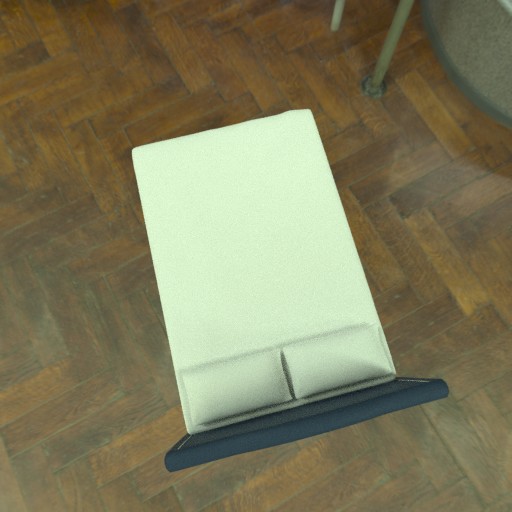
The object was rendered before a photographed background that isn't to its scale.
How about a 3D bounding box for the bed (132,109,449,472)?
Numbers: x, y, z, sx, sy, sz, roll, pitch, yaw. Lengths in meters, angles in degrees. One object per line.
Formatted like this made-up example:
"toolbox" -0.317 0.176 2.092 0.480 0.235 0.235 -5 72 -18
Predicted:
"bed" 0.000 0.000 3.424 1.741 1.441 2.507 -14 75 -4
